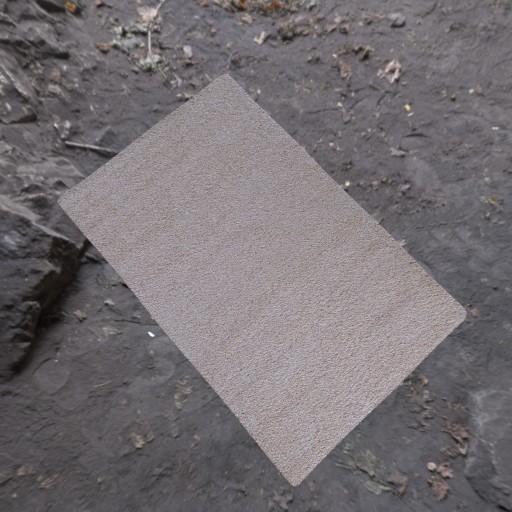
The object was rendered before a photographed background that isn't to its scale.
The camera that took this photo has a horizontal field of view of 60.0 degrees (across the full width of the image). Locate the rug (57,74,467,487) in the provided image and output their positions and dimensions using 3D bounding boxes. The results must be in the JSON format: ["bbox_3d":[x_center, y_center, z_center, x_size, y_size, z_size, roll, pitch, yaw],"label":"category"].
[{"bbox_3d":[0.000,0.000,2.875,1.500,0.026,2.349,-41,79,-10],"label":"rug"}]
